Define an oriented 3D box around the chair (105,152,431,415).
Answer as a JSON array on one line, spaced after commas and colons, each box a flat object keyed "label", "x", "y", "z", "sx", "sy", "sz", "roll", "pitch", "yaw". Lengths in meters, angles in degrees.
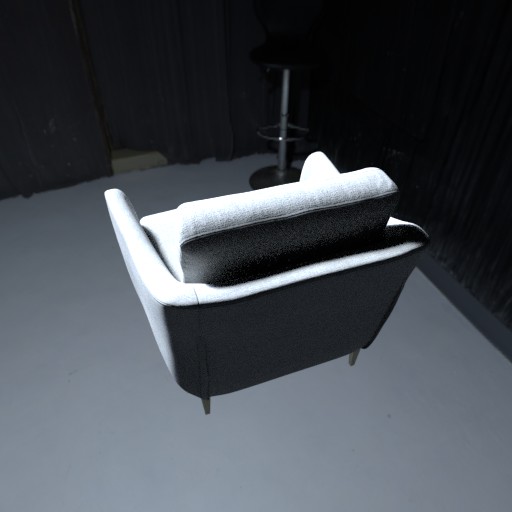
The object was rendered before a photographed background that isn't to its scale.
[{"label": "chair", "x": 0.000, "y": 0.000, "z": 1.703, "sx": 0.986, "sy": 0.902, "sz": 0.961, "roll": -14, "pitch": 43, "yaw": -15}]
